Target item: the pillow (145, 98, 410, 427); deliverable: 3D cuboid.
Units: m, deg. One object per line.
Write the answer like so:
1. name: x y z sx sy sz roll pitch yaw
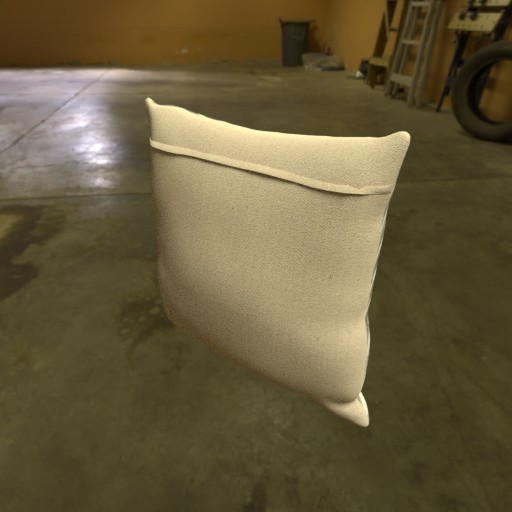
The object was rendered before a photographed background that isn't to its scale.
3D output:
1. pillow: 0.000 0.000 0.689 0.440 0.441 0.182 20 35 32
